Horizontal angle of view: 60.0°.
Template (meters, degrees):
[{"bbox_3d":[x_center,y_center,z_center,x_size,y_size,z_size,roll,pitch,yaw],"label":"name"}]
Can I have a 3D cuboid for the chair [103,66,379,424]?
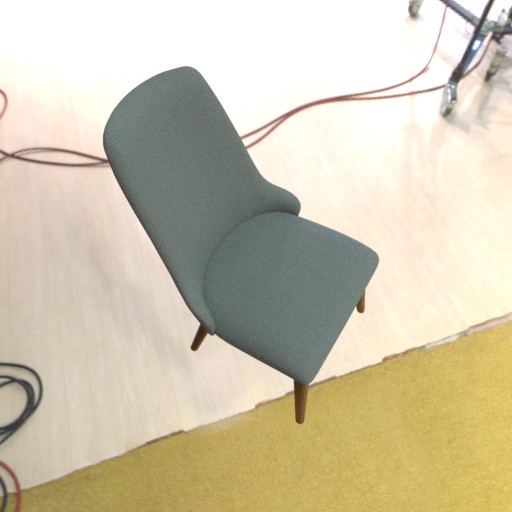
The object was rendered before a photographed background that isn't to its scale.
[{"bbox_3d":[0.000,0.000,1.351,0.707,0.918,0.535,29,63,17],"label":"chair"}]
